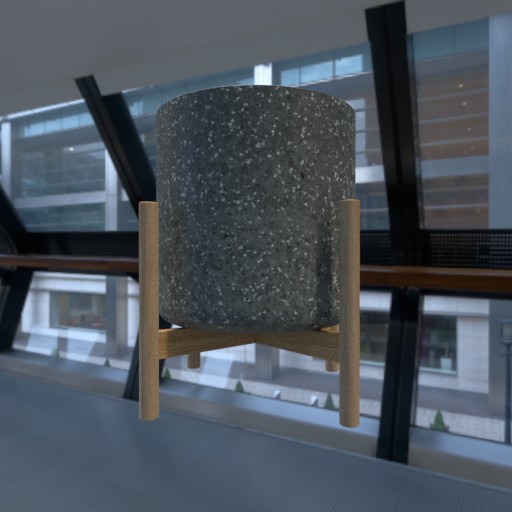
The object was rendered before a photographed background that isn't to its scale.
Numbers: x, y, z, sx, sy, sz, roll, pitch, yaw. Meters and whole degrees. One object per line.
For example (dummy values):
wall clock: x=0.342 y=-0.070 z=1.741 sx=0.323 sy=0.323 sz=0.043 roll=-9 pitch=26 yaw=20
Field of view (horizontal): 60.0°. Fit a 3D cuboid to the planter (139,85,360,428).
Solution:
planter: x=0.000 y=0.000 z=0.692 sx=0.360 sy=0.419 sz=0.360 roll=0 pitch=0 yaw=-17
